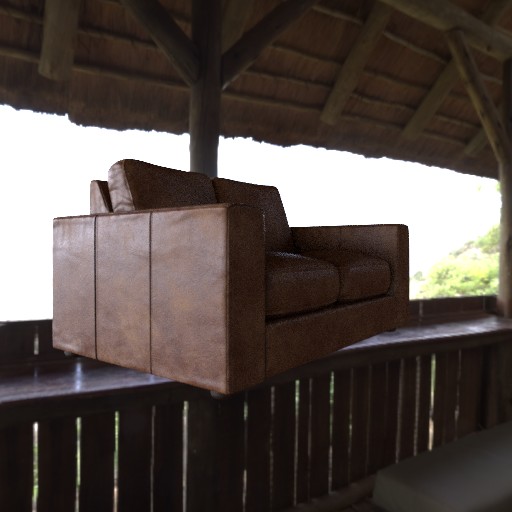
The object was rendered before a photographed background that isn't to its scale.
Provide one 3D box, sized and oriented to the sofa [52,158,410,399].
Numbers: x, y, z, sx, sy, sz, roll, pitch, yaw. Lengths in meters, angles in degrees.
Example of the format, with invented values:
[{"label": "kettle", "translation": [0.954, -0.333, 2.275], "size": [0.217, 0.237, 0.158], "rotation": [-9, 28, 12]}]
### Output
[{"label": "sofa", "translation": [0.000, 0.000, 2.270], "size": [1.041, 0.889, 1.626], "rotation": [1, 1, 38]}]
